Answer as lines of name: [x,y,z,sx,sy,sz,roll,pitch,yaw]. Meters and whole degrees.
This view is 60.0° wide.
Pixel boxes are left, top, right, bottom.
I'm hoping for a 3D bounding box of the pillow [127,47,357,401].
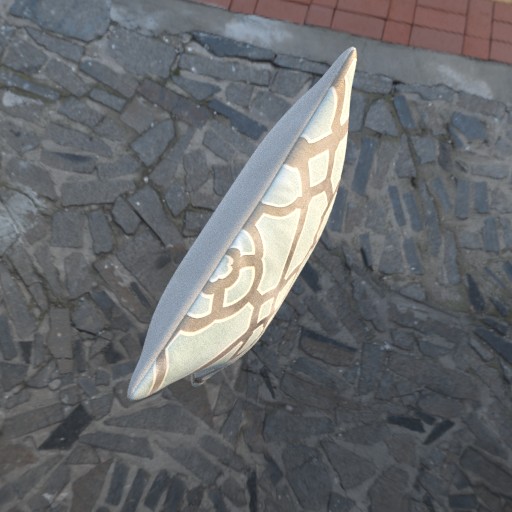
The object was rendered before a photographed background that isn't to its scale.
pillow: [0.000,0.000,0.807,0.166,0.508,0.552,30,78,7]
